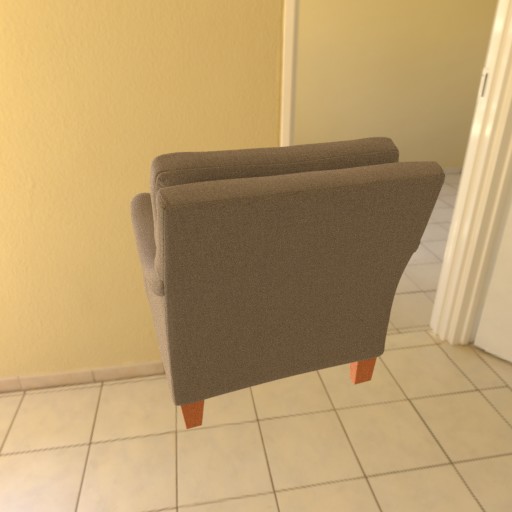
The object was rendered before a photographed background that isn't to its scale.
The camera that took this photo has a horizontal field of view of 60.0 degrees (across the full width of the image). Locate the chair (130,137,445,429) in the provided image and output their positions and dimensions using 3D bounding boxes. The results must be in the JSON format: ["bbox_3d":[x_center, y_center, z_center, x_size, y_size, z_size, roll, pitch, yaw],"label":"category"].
[{"bbox_3d":[0.000,0.000,1.863,0.955,1.038,1.070,-9,28,-17],"label":"chair"}]
